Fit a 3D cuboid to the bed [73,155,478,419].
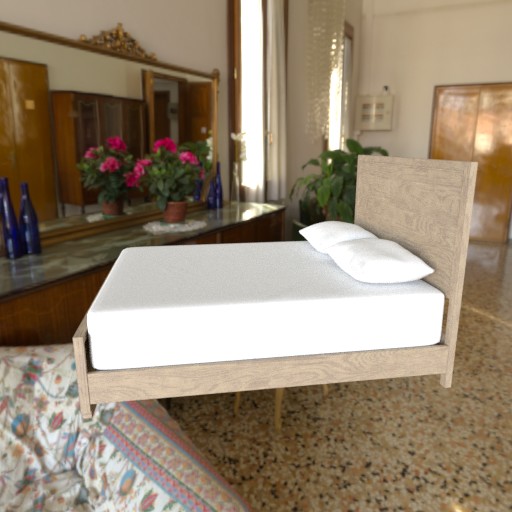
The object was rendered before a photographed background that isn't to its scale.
[{"bbox_3d":[0.000,0.000,3.180,2.189,1.369,1.606,-2,14,-9],"label":"bed"}]
